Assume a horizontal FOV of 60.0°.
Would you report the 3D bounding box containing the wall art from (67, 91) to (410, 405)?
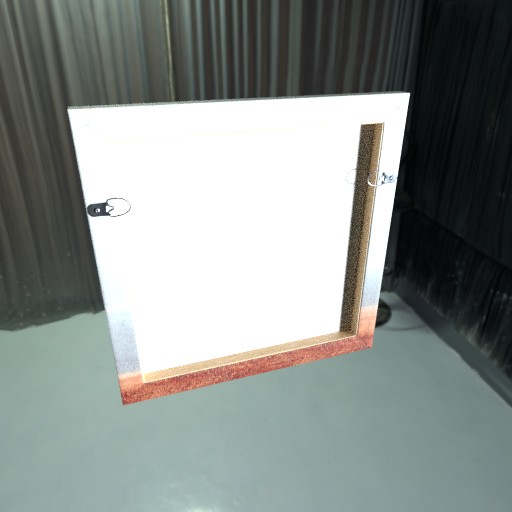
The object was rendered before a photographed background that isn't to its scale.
[{"bbox_3d":[0.000,0.000,1.129,0.760,0.760,0.042,-9,28,-16],"label":"wall art"}]
